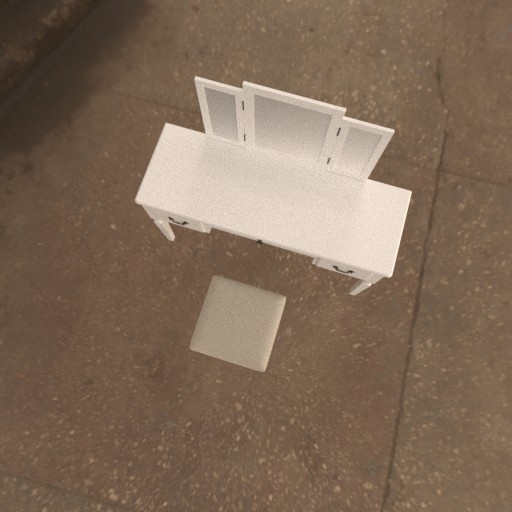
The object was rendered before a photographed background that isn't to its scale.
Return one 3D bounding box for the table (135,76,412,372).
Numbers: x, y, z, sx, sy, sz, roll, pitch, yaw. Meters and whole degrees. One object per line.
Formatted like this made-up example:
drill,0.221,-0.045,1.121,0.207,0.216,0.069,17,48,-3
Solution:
table,0.000,0.000,2.331,1.369,1.310,1.115,17,76,4
